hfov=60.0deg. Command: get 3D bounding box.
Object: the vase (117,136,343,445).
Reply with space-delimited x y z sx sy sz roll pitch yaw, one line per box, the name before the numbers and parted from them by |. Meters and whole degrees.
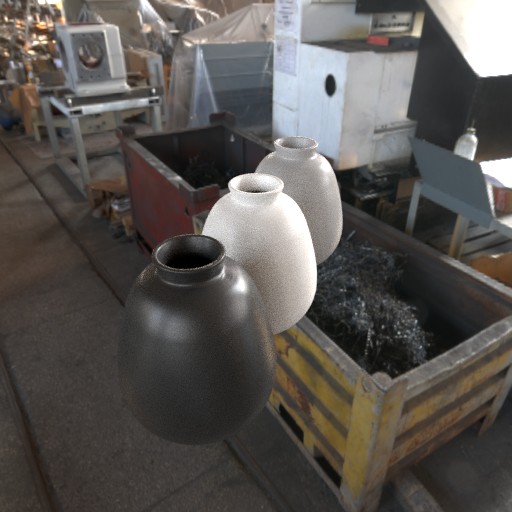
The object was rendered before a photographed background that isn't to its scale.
vase | 0.000 0.000 0.347 0.097 0.122 0.297 11 34 18
